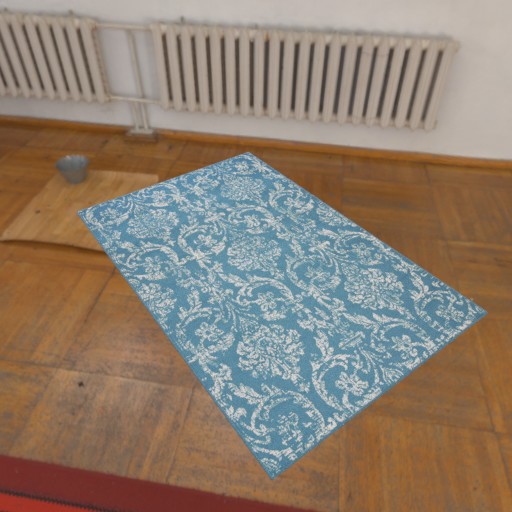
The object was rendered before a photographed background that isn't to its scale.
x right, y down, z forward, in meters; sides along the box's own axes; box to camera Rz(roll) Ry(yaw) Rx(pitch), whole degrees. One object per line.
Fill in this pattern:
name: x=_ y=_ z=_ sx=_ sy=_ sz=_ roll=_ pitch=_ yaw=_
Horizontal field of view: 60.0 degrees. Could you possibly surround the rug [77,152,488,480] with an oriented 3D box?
rug: x=0.000 y=0.000 z=3.375 sx=1.816 sy=0.018 sz=2.746 roll=-26 pitch=47 yaw=-26
